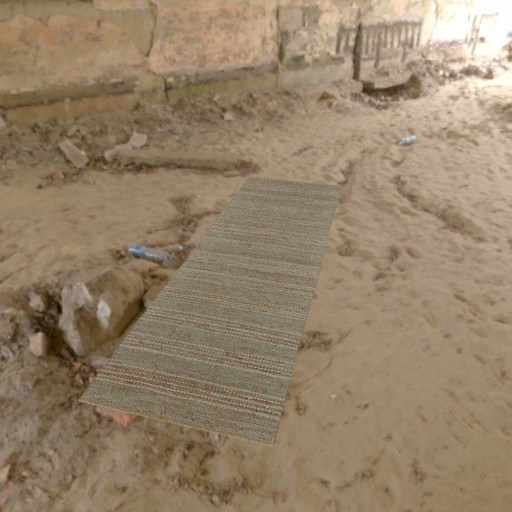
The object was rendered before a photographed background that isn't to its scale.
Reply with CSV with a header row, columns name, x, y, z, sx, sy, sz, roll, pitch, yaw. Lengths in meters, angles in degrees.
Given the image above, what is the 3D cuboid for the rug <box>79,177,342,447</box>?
name,x,y,z,sx,sy,sz,roll,pitch,yaw
rug,0.000,0.000,2.636,0.783,0.006,2.438,8,32,13
